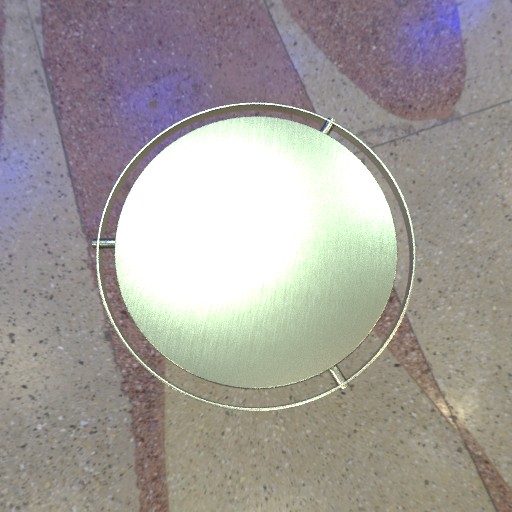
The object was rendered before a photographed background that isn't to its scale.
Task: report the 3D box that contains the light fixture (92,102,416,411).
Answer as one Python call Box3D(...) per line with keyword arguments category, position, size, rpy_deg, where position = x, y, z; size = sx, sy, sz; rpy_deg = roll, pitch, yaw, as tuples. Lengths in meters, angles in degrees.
Box3D(category="light fixture", position=(0.000, 0.000, 0.559), size=(0.361, 0.130, 0.361), rpy_deg=(0, 76, 0))
